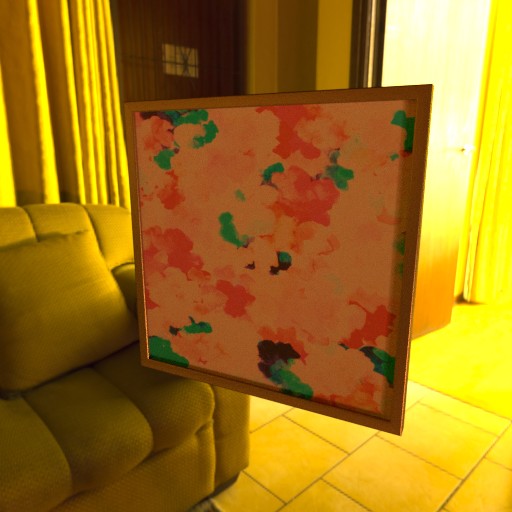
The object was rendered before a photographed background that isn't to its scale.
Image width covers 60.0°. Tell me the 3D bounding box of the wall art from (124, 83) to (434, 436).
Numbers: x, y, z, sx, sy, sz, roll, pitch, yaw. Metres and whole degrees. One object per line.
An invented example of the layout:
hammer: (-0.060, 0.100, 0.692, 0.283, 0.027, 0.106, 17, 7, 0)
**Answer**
wall art: (0.000, 0.000, 1.113, 0.767, 0.765, 0.036, 7, 15, 26)
